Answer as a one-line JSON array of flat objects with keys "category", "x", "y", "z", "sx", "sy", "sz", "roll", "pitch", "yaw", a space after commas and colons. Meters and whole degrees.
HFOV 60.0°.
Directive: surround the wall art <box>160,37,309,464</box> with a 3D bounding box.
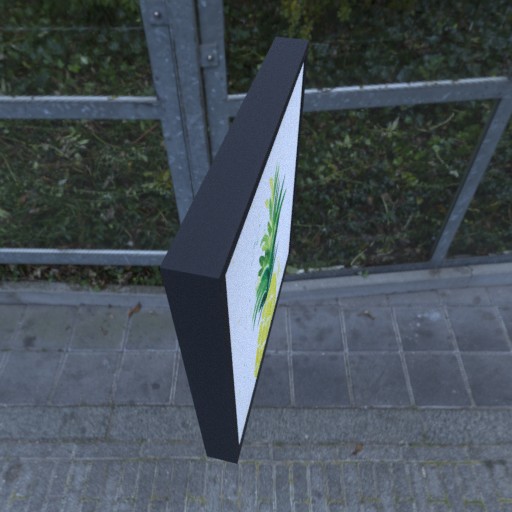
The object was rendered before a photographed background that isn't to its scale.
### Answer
[{"category": "wall art", "x": 0.000, "y": 0.000, "z": 0.446, "sx": 0.033, "sy": 0.304, "sz": 0.305, "roll": 10, "pitch": 49, "yaw": 9}]
